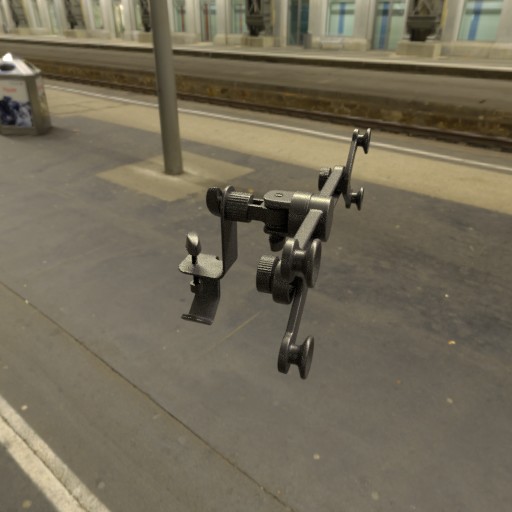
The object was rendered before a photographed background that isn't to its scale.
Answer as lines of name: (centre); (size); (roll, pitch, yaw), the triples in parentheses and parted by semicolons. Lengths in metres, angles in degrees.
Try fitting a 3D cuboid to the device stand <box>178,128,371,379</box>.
device stand: (0.000, 0.000, 0.366); (0.142, 0.166, 0.270); (9, 30, 16)
